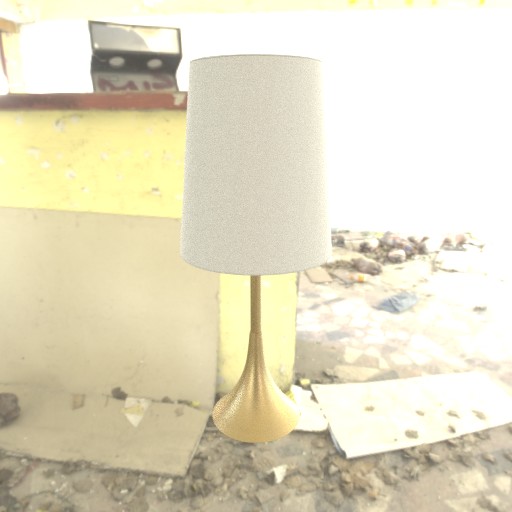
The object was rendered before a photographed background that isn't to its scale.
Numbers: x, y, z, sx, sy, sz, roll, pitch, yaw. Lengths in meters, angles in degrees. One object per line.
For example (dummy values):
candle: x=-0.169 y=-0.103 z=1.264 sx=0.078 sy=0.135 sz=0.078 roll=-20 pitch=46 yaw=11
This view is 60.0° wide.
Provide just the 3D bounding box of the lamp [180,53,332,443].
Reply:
lamp: x=0.000 y=0.000 z=0.685 sx=0.231 sy=0.569 sz=0.231 roll=0 pitch=17 yaw=0
